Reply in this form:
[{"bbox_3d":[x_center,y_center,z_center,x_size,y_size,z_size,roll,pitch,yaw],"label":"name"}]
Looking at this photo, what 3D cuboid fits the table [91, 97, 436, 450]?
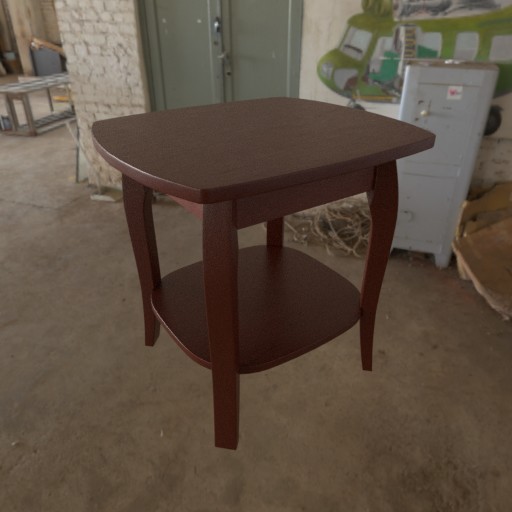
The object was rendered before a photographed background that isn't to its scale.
[{"bbox_3d":[0.000,0.000,0.865,0.502,0.496,0.433,-19,35,-29],"label":"table"}]
